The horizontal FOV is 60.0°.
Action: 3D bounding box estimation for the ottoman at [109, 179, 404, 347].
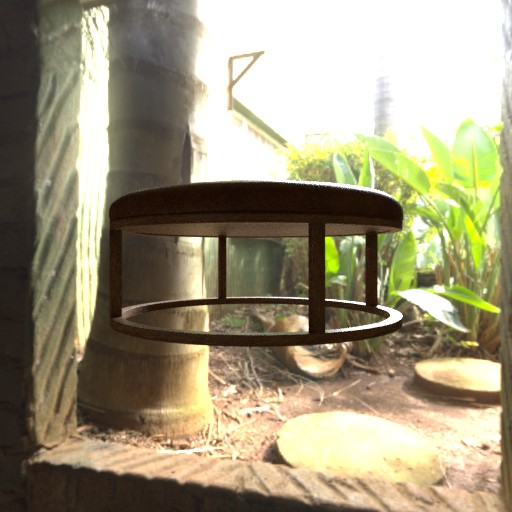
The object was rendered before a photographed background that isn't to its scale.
[{"bbox_3d":[0.000,0.000,1.586,1.006,0.445,1.006,0,0,0],"label":"ottoman"}]
